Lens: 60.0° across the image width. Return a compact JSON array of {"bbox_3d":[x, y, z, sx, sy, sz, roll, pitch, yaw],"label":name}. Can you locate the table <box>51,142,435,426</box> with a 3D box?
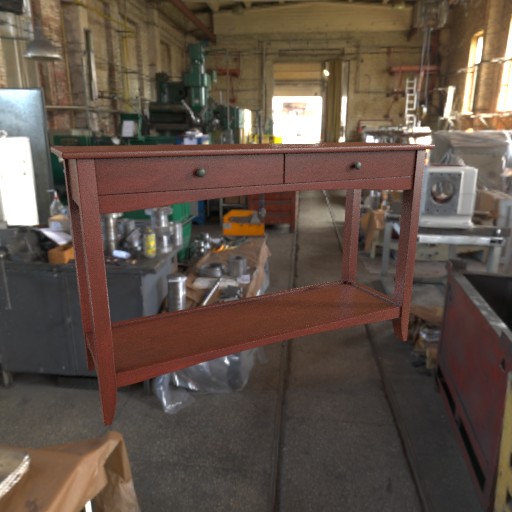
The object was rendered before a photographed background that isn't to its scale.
[{"bbox_3d":[0.000,0.000,1.528,1.188,0.739,0.392,-8,18,-26],"label":"table"}]
